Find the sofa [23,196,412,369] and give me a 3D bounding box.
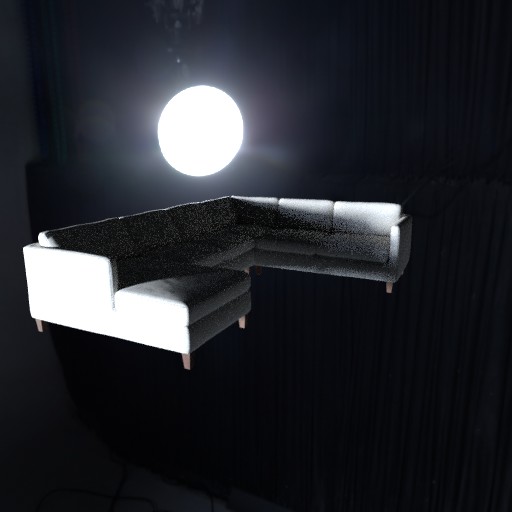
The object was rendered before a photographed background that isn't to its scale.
[{"bbox_3d":[0.000,0.000,4.380,2.551,0.853,3.238,7,15,25],"label":"sofa"}]
